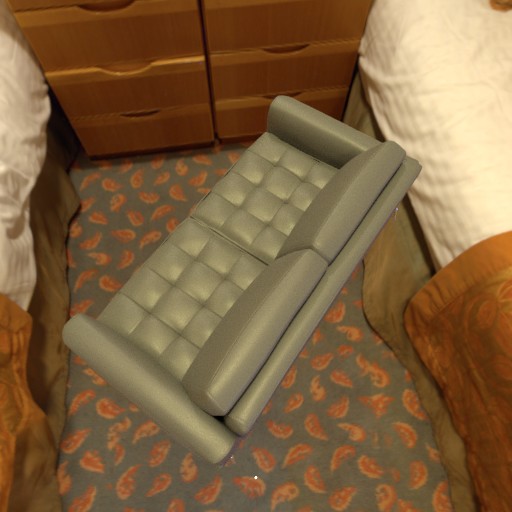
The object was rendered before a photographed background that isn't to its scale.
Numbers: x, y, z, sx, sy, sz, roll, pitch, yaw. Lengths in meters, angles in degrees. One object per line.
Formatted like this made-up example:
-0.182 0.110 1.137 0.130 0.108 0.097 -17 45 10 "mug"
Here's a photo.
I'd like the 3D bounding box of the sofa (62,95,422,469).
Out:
0.000 0.000 2.684 1.121 0.930 2.177 32 68 15 "sofa"
